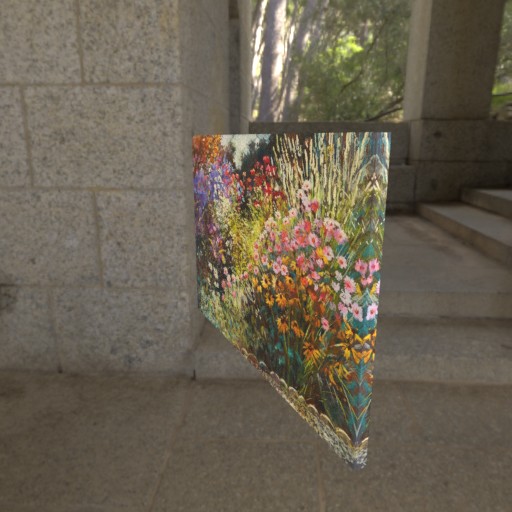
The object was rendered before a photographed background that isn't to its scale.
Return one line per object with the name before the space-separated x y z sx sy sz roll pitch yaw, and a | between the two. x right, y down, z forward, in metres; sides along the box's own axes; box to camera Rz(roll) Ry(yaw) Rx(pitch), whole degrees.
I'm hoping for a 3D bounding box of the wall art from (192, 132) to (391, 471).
wall art | 0.000 0.000 1.436 0.042 0.760 1.136 -7 16 -25
